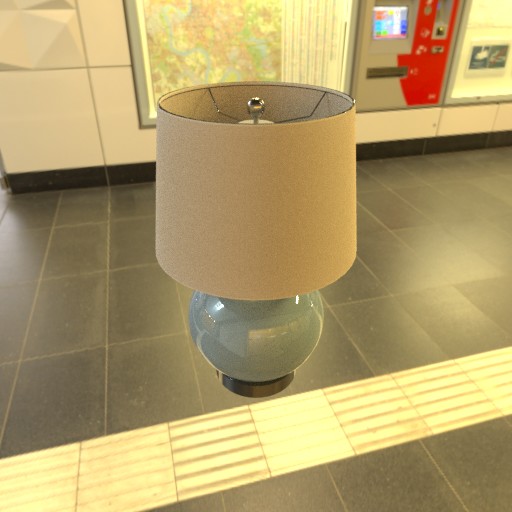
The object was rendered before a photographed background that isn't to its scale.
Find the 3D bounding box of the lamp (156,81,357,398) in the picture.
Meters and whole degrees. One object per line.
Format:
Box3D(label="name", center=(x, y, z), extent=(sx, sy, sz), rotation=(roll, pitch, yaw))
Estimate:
Box3D(label="lamp", center=(0.000, 0.000, 0.565), extent=(0.247, 0.387, 0.247), rotation=(0, 31, 0))
